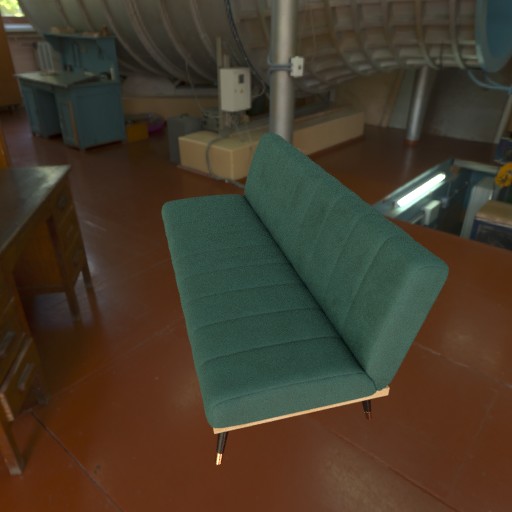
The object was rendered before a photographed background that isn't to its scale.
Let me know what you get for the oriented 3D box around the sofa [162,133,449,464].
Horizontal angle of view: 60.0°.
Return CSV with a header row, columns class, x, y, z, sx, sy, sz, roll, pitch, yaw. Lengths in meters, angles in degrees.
class,x,y,z,sx,sy,sz,roll,pitch,yaw
sofa,0.000,0.000,2.283,0.830,0.820,1.810,-8,30,-13
